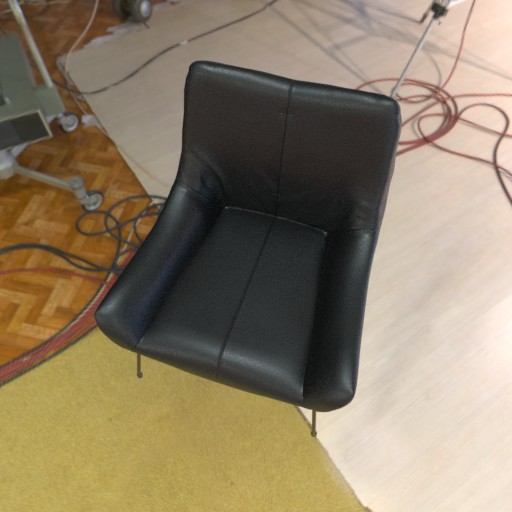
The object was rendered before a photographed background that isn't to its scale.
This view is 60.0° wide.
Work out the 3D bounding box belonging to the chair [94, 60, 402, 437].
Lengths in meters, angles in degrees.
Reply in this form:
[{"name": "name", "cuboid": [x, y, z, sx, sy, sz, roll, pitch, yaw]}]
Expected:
[{"name": "chair", "cuboid": [0.000, 0.000, 1.534, 0.836, 0.922, 0.826, 15, 58, 10]}]
